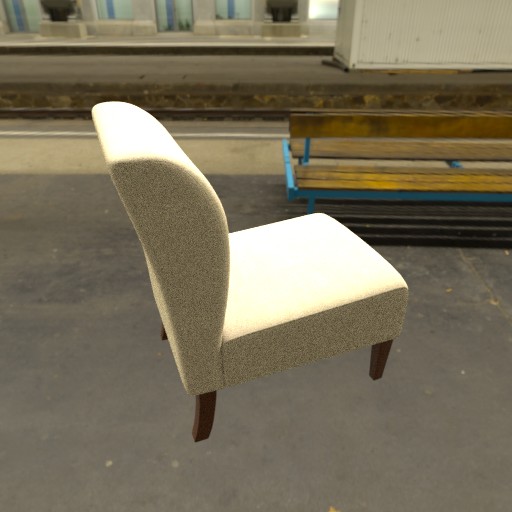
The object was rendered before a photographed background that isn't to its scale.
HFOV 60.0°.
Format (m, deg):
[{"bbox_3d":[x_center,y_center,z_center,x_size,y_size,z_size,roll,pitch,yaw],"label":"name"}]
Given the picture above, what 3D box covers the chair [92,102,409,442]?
[{"bbox_3d":[0.000,0.000,1.301,0.754,0.833,0.521,-11,32,-18],"label":"chair"}]
